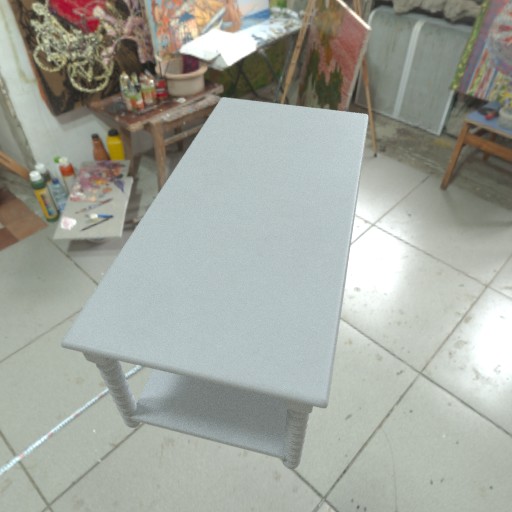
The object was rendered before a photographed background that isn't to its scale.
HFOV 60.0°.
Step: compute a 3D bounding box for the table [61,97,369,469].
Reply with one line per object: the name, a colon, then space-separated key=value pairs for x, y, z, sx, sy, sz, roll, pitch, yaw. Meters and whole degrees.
table: x=0.000 y=0.000 z=1.466 sx=0.580 sy=0.487 sz=1.171 roll=10 pitch=46 yaw=10
